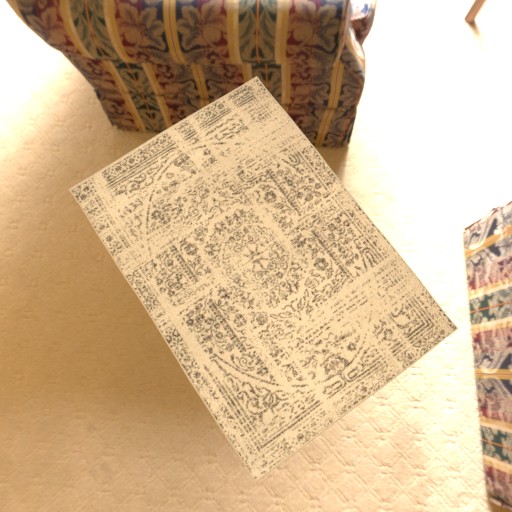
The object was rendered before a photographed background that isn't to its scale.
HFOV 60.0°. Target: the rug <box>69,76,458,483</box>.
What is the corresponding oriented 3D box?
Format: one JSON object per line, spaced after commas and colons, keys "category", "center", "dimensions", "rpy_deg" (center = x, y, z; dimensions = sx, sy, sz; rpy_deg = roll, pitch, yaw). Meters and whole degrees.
{"category": "rug", "center": [0.000, 0.000, 3.160], "dimensions": [1.706, 0.026, 2.438], "rpy_deg": [-34, 78, -8]}
